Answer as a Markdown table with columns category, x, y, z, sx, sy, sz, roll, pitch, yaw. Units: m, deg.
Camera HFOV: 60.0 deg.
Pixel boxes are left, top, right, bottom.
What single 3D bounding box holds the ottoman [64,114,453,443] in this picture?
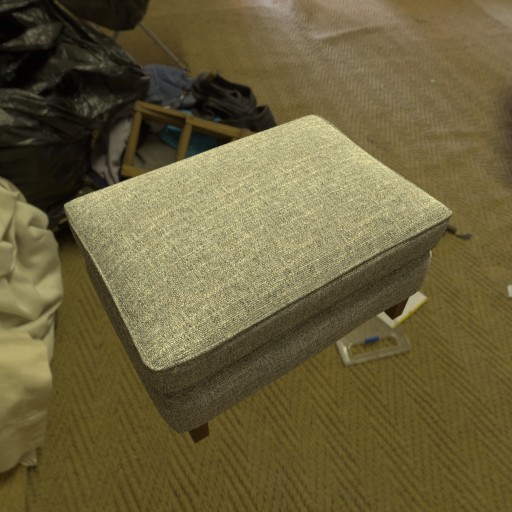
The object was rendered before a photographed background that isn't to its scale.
| category | x | y | z | sx | sy | sz | roll | pitch | yaw |
| --- | --- | --- | --- | --- | --- | --- | --- | --- | --- |
| ottoman | 0.000 | 0.000 | 1.016 | 0.686 | 0.406 | 0.508 | -26 | 53 | -21 |
